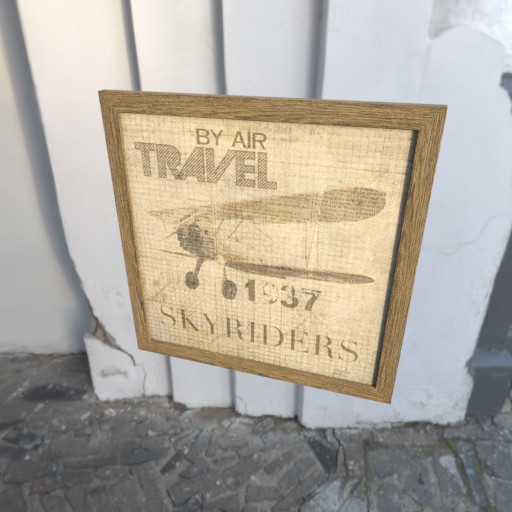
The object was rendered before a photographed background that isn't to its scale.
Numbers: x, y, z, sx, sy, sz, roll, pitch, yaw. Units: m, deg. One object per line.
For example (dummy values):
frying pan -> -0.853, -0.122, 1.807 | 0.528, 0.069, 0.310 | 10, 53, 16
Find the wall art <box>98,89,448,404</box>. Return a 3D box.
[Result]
wall art -> 0.000, 0.000, 0.746 | 0.508, 0.508, 0.019 | 8, 29, 15
